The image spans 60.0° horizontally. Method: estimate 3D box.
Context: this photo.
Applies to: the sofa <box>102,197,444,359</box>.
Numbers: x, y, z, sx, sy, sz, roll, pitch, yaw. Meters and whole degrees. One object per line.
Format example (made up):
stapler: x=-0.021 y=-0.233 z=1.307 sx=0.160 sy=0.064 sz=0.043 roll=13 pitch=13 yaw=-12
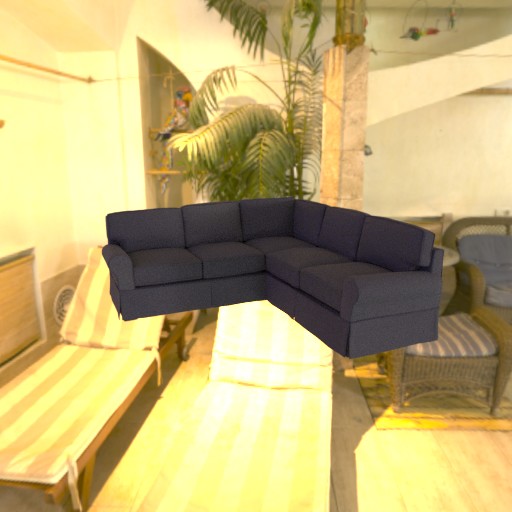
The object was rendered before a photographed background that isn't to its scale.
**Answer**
sofa: x=0.000 y=0.000 z=5.216 sx=3.773 sy=1.169 sz=2.874 roll=2 pitch=14 yaw=8
